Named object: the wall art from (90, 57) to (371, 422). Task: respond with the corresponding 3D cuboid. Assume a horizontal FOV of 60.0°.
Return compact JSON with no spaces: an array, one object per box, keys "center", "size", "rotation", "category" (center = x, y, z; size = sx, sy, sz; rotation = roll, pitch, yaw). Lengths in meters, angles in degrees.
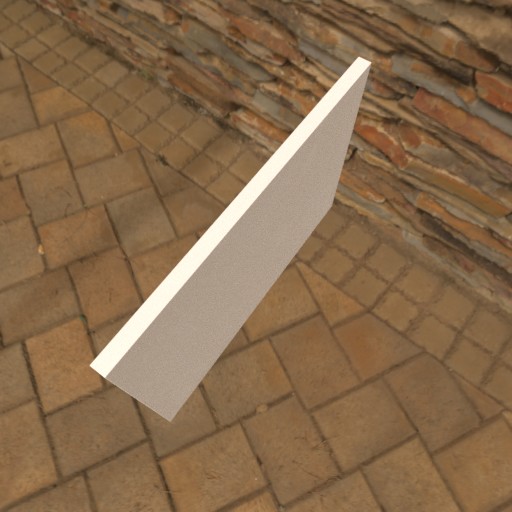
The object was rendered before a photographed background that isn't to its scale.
[{"center":[0.000,0.000,1.696],"size":[0.051,0.902,1.308],"rotation":[32,68,15],"category":"wall art"}]
